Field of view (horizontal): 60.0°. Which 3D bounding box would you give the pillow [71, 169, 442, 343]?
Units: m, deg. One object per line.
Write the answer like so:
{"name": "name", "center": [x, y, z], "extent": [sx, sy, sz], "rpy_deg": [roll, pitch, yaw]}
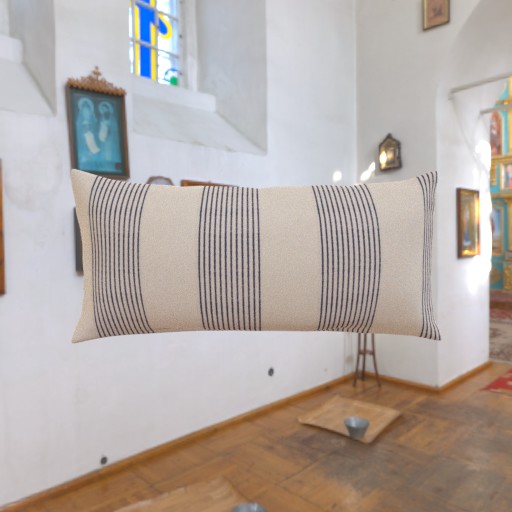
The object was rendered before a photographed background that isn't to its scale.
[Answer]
{"name": "pillow", "center": [0.000, 0.000, 0.728], "extent": [0.610, 0.287, 0.151], "rpy_deg": [0, 1, 0]}
